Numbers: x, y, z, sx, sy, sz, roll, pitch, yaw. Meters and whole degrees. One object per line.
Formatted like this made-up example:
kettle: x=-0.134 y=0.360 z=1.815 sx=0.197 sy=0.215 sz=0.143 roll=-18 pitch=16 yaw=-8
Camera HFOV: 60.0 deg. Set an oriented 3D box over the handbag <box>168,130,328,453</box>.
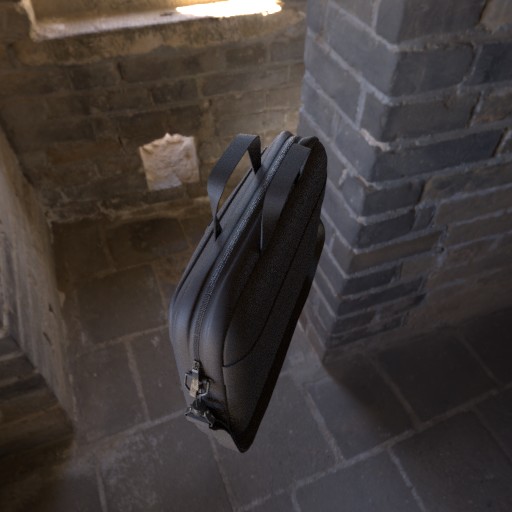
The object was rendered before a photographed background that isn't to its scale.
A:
handbag: x=0.000 y=0.000 z=0.587 sx=0.126 sy=0.330 sz=0.429 roll=16 pitch=50 yaw=14
